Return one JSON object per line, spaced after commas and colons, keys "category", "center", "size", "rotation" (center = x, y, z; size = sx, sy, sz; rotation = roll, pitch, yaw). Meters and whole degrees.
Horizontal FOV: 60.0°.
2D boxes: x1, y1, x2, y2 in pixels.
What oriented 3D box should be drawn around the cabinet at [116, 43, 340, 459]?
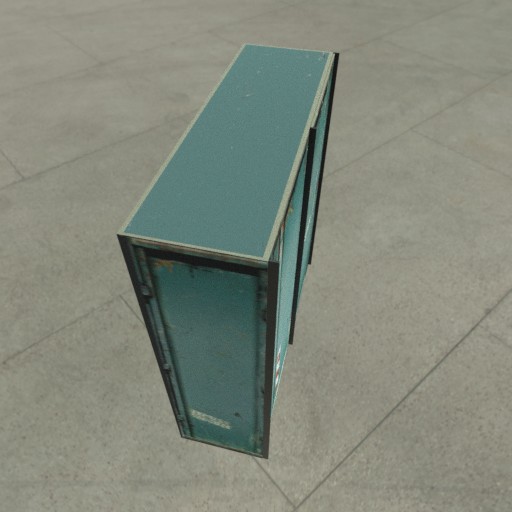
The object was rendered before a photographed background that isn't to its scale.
{"category": "cabinet", "center": [0.000, 0.000, 3.205], "size": [0.680, 2.160, 2.000], "rotation": [10, 48, 9]}
